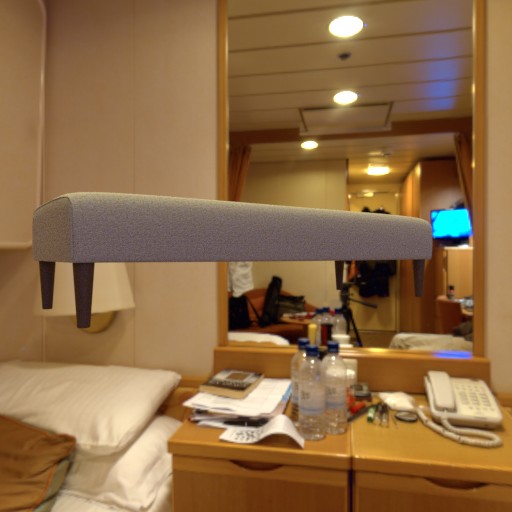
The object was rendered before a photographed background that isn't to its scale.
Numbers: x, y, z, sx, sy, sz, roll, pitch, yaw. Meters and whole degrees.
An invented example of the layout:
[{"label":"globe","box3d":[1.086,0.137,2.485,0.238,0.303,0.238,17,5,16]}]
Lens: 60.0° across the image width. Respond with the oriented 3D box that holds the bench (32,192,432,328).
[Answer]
[{"label":"bench","box3d":[0.000,0.000,1.839,1.598,0.383,0.631,0,0,-35]}]
